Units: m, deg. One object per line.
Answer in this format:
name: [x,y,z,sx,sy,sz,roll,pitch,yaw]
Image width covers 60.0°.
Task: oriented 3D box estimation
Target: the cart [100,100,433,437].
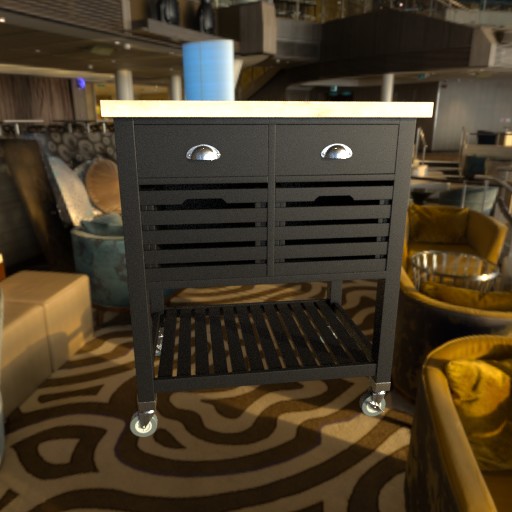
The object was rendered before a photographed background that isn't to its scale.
cart: [0.000,0.000,1.431,0.797,0.920,0.567,-2,17,-8]
